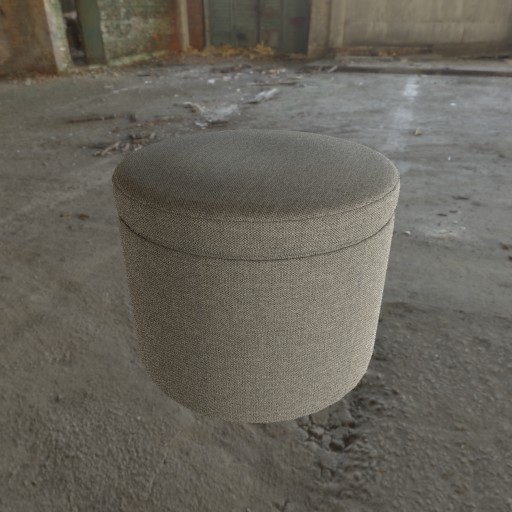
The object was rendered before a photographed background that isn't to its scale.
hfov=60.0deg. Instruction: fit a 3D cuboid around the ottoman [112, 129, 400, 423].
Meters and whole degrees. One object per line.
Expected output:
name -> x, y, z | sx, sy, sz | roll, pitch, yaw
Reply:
ottoman -> 0.000, 0.000, 0.882 | 0.500, 0.419, 0.500 | 0, 29, 0
